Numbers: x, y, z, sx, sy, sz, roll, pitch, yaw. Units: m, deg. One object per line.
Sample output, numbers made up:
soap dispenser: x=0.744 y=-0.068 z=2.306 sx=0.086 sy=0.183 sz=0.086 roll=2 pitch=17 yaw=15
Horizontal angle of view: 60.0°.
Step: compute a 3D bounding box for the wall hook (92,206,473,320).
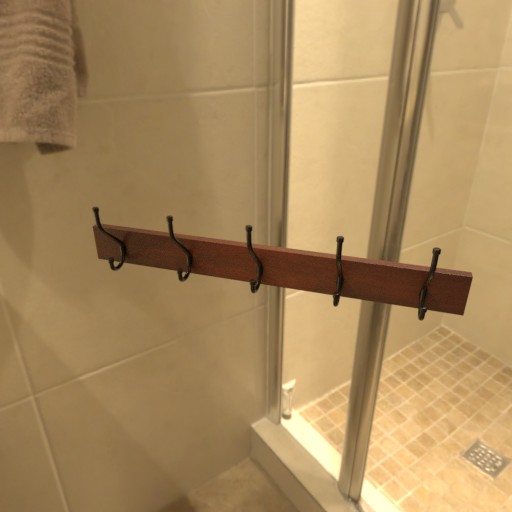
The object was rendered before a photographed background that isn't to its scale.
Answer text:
wall hook: x=0.000 y=0.000 z=0.629 sx=0.571 sy=0.117 sz=0.071 roll=8 pitch=28 yaw=15
